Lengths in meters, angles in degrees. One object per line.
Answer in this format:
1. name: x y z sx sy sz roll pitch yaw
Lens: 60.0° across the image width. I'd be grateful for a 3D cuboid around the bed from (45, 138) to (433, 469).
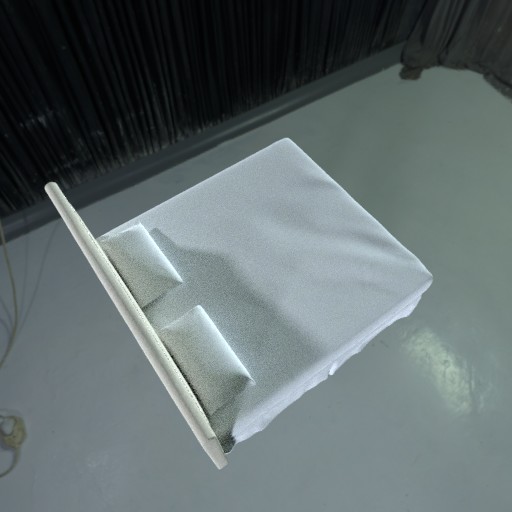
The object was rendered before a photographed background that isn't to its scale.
1. bed: 0.000 0.000 3.507 2.182 1.421 2.083 -32 64 -17
